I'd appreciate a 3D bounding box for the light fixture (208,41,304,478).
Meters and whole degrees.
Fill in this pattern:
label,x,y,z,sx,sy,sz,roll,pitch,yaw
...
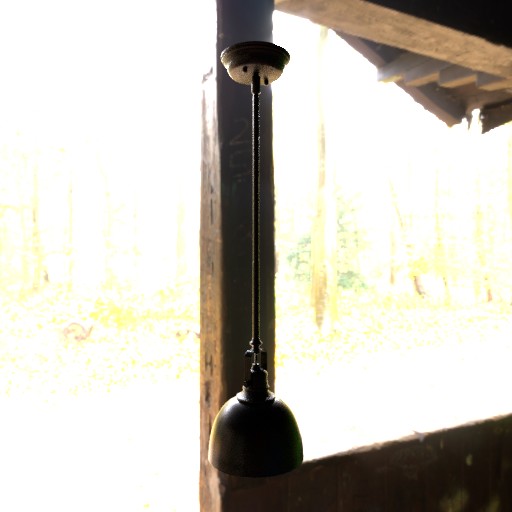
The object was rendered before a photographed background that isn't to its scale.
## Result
label,x,y,z,sx,sy,sz,roll,pitch,yaw
light fixture,0.000,0.000,0.855,0.182,0.768,0.182,-1,-1,35
